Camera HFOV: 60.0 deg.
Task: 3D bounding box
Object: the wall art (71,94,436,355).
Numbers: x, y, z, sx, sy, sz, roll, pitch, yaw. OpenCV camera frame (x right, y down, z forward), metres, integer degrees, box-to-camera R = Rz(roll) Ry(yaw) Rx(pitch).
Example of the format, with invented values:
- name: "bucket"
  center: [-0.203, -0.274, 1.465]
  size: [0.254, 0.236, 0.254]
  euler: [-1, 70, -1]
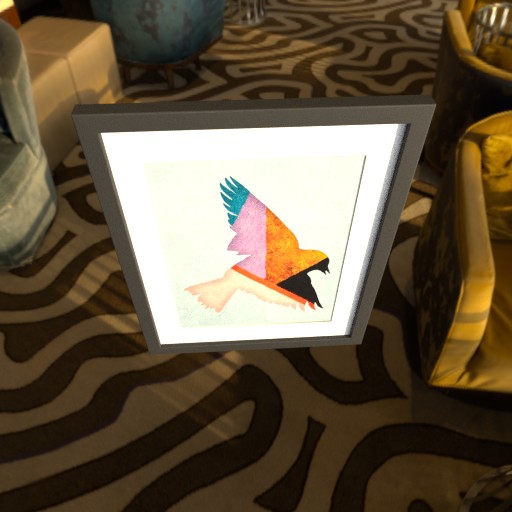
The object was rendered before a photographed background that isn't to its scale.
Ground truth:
- name: "wall art"
  center: [0.000, 0.000, 0.763]
  size: [0.457, 0.558, 0.028]
  euler: [-2, 46, -2]
